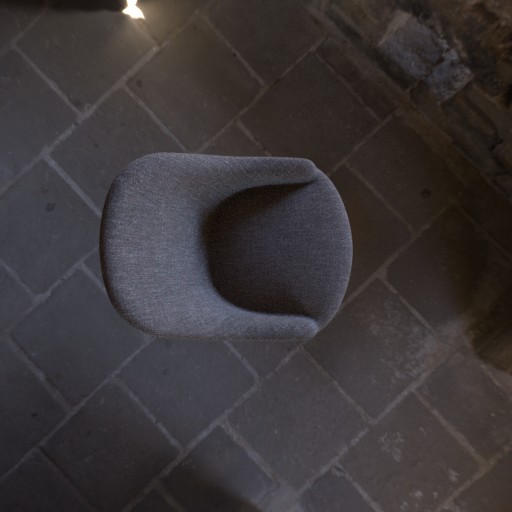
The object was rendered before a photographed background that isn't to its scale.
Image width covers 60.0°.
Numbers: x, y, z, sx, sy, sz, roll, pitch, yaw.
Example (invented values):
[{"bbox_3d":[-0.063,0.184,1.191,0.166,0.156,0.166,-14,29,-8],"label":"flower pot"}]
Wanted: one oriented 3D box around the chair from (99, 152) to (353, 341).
[{"bbox_3d":[0.000,0.000,1.455,0.712,0.950,0.671,0,89,-1],"label":"chair"}]
